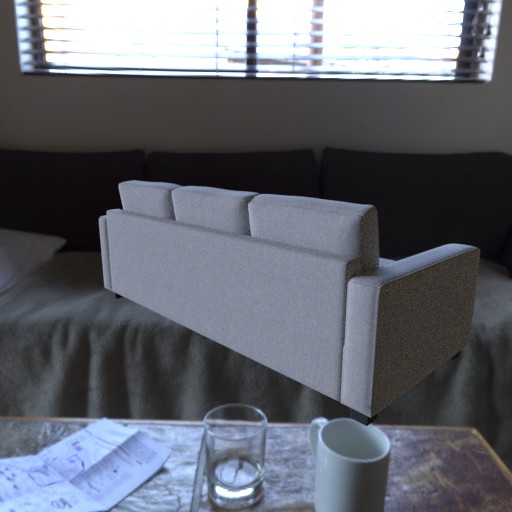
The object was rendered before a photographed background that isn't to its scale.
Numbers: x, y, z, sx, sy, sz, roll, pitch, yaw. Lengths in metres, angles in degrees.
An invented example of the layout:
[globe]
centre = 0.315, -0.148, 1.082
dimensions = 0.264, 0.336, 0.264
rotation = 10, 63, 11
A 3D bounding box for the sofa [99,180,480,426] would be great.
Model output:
[sofa]
centre = 0.000, 0.000, 2.533
dimensions = 0.900, 0.800, 2.120
rotation = -13, 19, -42
